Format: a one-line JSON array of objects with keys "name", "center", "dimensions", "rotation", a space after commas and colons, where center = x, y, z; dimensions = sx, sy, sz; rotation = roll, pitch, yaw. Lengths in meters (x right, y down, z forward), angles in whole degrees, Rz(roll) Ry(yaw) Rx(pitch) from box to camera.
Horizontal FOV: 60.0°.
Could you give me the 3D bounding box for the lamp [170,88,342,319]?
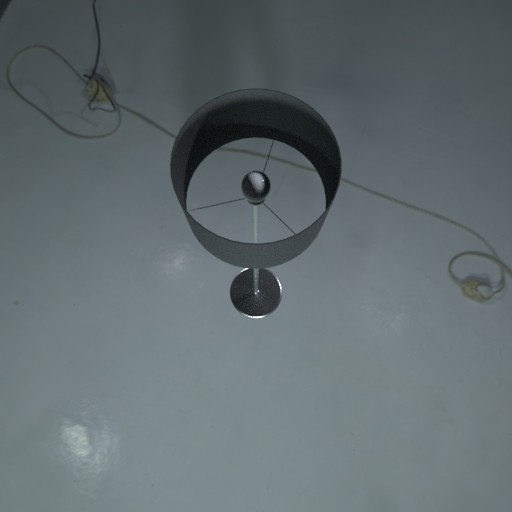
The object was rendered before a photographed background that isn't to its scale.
[{"name": "lamp", "center": [0.000, 0.000, 1.595], "dimensions": [0.348, 1.443, 0.348], "rotation": [16, 75, 4]}]
